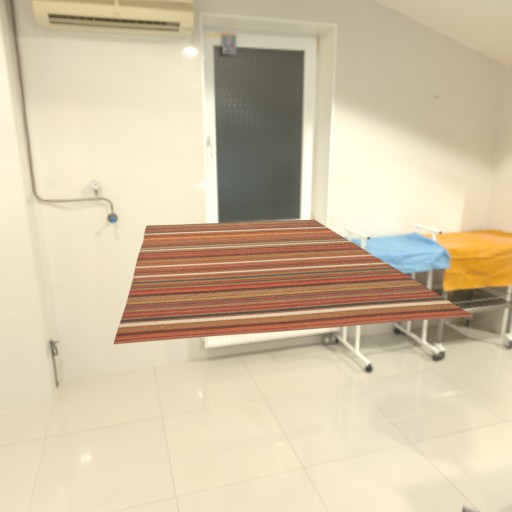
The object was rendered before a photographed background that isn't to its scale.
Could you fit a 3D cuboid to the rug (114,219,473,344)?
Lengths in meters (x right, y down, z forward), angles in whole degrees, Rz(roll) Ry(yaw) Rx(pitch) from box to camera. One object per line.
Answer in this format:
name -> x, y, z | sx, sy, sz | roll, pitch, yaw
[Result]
rug -> 0.000, 0.000, 2.315 | 1.217, 0.007, 1.828 | -3, 16, -10
